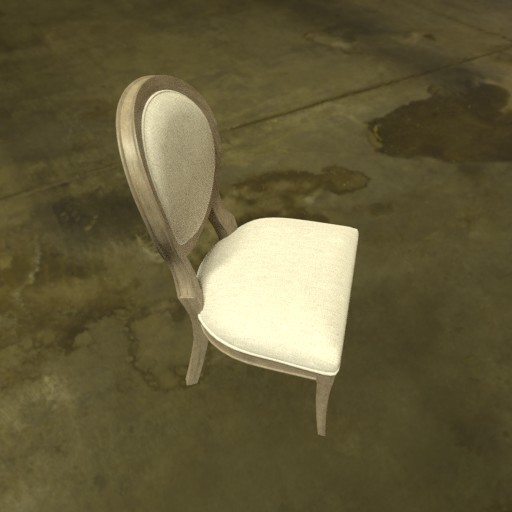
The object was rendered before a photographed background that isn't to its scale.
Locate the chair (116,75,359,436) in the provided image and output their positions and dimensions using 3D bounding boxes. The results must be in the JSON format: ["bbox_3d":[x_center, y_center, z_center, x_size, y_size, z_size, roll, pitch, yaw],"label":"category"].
[{"bbox_3d":[0.000,0.000,1.311,0.602,0.990,0.558,11,47,10],"label":"chair"}]
